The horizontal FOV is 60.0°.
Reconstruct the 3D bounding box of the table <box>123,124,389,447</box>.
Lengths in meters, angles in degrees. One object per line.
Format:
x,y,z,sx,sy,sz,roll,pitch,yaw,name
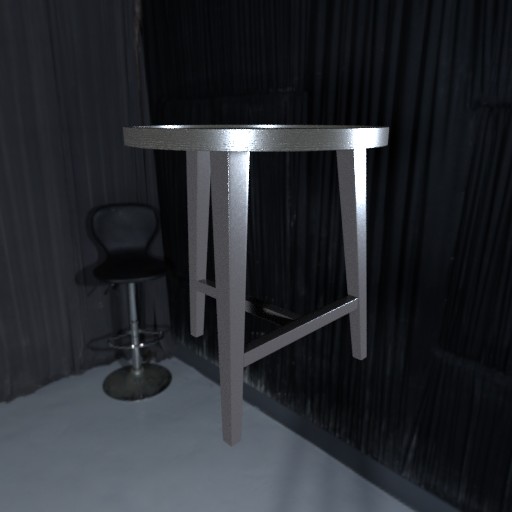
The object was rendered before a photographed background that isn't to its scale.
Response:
0.000,0.000,0.944,0.500,0.531,0.500,0,17,0,table
